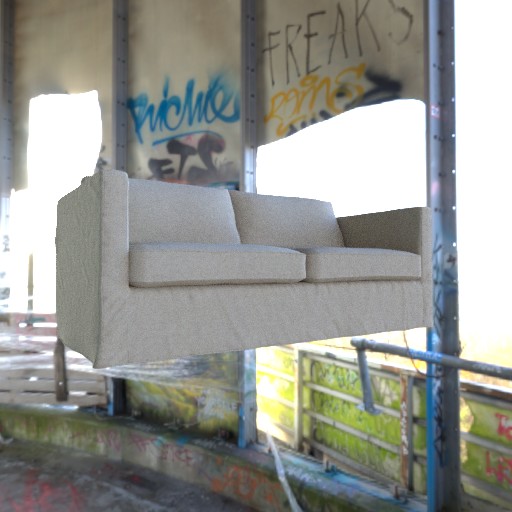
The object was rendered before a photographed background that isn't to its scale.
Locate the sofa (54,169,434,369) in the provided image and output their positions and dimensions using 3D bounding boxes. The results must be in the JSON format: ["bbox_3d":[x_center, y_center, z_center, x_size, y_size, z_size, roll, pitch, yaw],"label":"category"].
[{"bbox_3d":[0.000,0.000,2.475,1.959,0.835,0.962,1,-1,-33],"label":"sofa"}]
